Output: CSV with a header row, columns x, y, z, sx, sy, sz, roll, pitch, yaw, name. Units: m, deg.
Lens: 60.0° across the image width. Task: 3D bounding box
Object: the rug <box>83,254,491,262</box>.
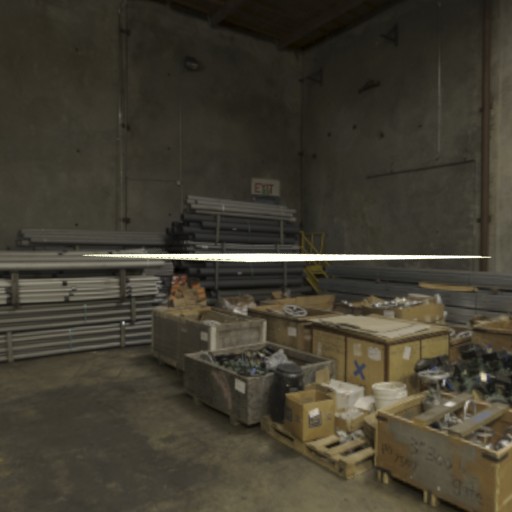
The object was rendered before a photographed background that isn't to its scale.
x,y,z,sx,sy,sz,roll,pitch,yaw,name
0.000,0.000,2.034,1.146,0.006,1.556,-1,1,-35,rug
